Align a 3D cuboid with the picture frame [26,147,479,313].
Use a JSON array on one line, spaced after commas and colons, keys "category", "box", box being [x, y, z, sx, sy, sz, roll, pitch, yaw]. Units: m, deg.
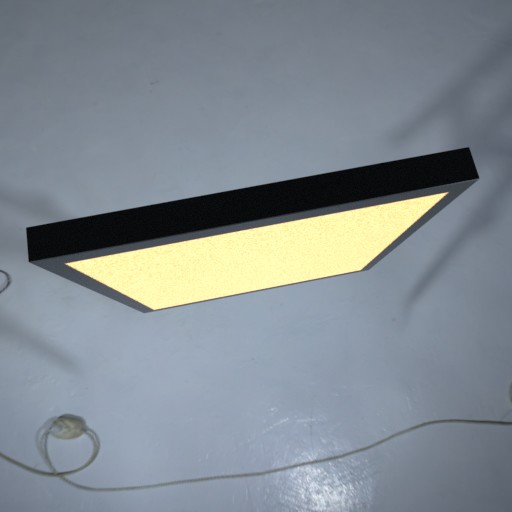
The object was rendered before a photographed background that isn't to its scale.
[{"category": "picture frame", "box": [0.000, 0.000, 0.517, 0.355, 0.353, 0.029, -11, 77, -3]}]
